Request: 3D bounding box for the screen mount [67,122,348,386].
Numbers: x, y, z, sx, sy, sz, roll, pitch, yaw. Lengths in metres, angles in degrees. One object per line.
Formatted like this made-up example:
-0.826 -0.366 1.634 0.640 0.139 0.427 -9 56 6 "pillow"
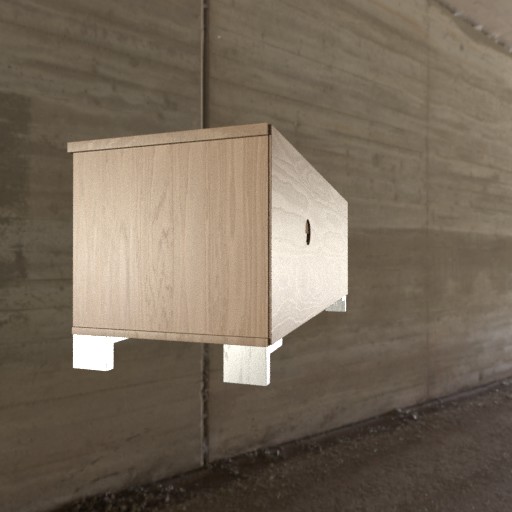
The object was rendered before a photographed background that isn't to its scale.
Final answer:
0.000 0.000 1.299 0.406 0.432 1.084 0 0 18 "screen mount"
